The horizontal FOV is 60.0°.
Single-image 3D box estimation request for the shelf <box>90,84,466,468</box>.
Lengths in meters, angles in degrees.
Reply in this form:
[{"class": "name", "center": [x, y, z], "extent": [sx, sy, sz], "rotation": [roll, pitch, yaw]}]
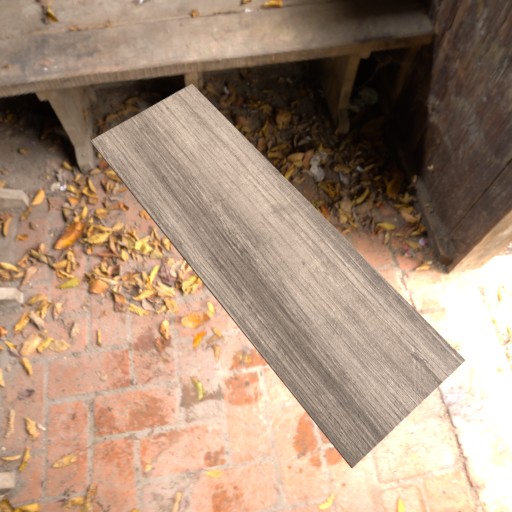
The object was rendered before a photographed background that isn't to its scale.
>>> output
[{"class": "shelf", "center": [0.000, 0.000, 0.697], "extent": [0.200, 0.125, 0.610], "rotation": [-36, 70, -15]}]
